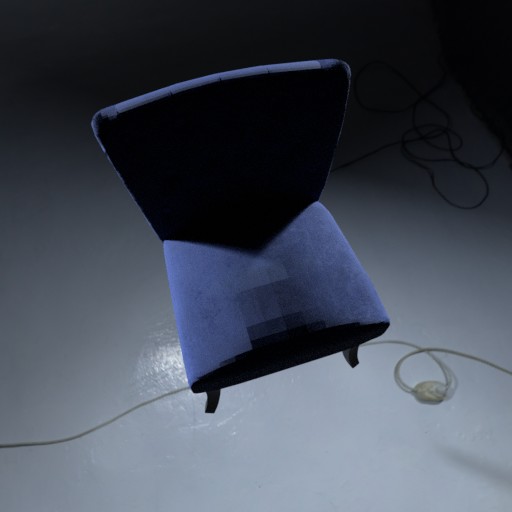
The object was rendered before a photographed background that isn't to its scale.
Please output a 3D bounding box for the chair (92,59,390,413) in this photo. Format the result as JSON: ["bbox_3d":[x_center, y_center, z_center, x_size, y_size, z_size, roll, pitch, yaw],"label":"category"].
[{"bbox_3d":[0.000,0.000,1.193,0.585,0.753,0.606,-16,64,-8],"label":"chair"}]
